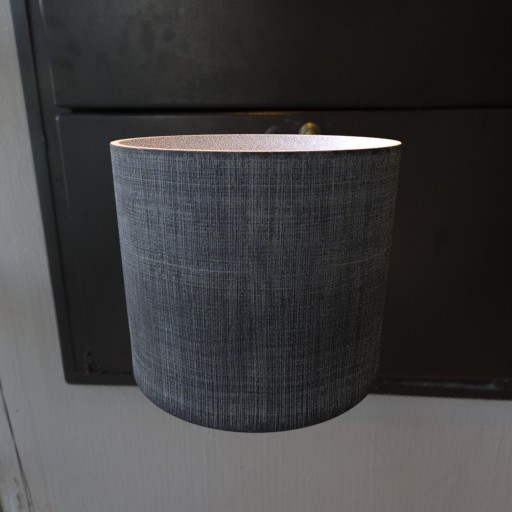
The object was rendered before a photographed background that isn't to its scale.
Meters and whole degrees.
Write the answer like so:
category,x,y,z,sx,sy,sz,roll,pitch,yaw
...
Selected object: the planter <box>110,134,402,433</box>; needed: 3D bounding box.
category,x,y,z,sx,sy,sz,roll,pitch,yaw
planter,0.000,0.000,0.437,0.254,0.221,0.254,0,18,0
